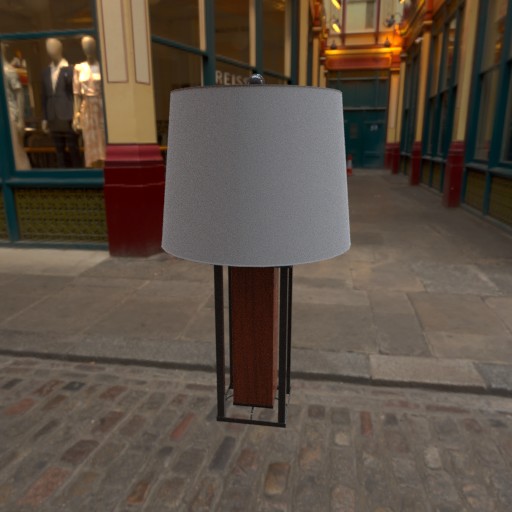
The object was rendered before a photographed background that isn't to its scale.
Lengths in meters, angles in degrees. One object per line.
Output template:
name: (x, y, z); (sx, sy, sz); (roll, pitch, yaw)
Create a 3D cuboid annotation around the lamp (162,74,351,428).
lamp: (0.000, 0.000, 0.771); (0.320, 0.591, 0.320); (0, 15, 0)
